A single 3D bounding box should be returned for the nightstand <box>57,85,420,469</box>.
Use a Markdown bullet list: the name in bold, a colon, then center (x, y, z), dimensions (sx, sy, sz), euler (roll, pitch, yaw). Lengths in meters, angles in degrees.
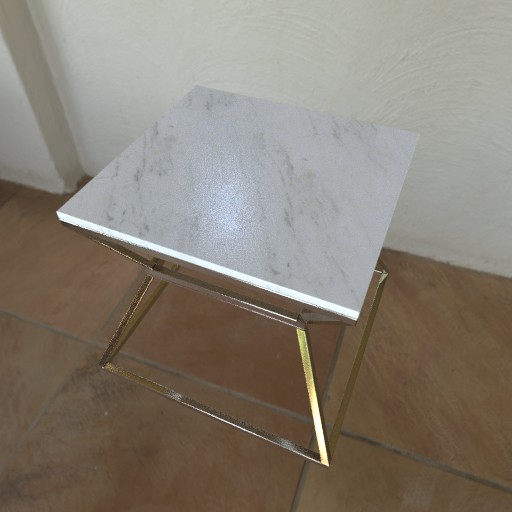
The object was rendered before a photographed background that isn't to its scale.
- **nightstand**: center (0.000, 0.000, 0.887), dimensions (0.513, 0.426, 0.514), euler (18, 50, 16)
